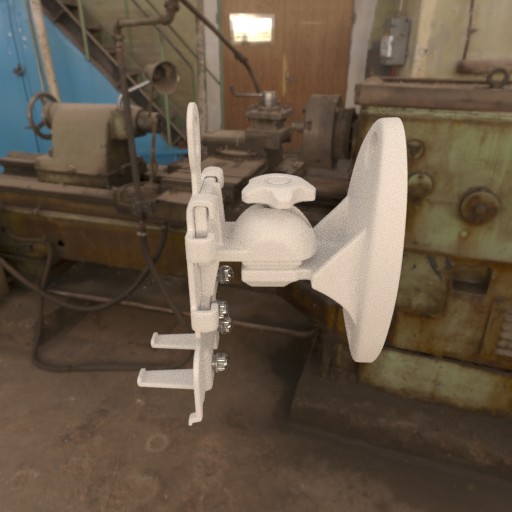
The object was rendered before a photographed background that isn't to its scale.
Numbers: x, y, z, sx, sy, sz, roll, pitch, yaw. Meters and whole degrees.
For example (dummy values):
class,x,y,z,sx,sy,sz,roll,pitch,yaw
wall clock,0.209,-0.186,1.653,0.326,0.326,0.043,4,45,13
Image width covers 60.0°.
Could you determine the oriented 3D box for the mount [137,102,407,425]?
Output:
class,x,y,z,sx,sy,sz,roll,pitch,yaw
mount,0.000,0.000,0.179,0.100,0.118,0.066,0,27,0
